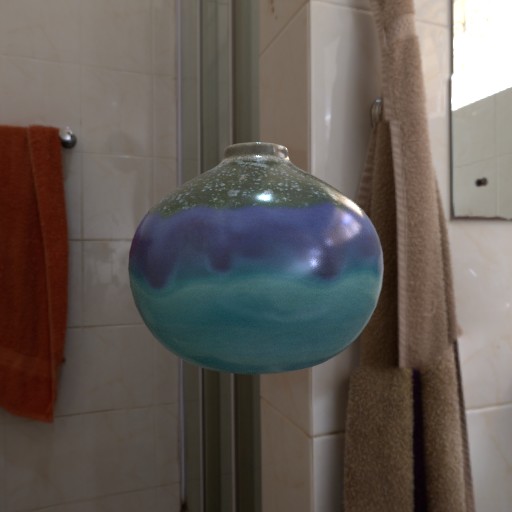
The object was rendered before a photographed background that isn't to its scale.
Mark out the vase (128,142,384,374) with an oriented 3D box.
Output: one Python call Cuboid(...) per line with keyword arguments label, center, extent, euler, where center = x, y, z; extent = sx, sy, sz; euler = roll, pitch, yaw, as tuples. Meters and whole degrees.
Cuboid(label="vase", center=(0.000, 0.000, 0.278), extent=(0.154, 0.133, 0.154), euler=(0, 1, 0))
